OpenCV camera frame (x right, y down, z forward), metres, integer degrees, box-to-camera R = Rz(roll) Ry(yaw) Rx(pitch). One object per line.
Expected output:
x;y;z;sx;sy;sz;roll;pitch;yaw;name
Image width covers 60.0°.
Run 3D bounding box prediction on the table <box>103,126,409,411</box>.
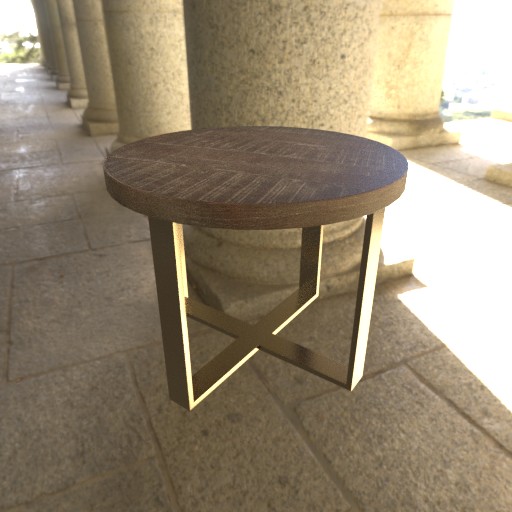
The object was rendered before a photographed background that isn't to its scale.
0.000;0.000;0.943;0.557;0.437;0.557;0;27;0;table
